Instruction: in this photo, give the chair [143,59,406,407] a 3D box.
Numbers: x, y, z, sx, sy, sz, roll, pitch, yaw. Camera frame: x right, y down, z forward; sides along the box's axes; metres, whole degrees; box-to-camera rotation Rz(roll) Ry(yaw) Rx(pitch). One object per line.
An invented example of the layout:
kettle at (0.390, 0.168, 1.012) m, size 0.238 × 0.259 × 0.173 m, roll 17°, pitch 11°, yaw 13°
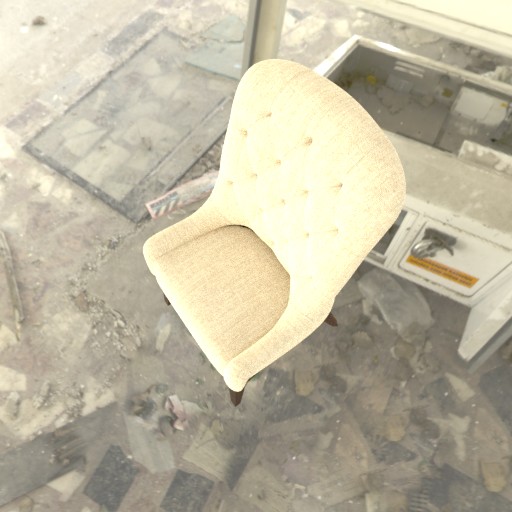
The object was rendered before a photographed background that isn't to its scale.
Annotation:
chair at (0.000, 0.000, 1.527) m, size 0.629 × 1.091 × 0.634 m, roll -32°, pitch 67°, yaw -16°
